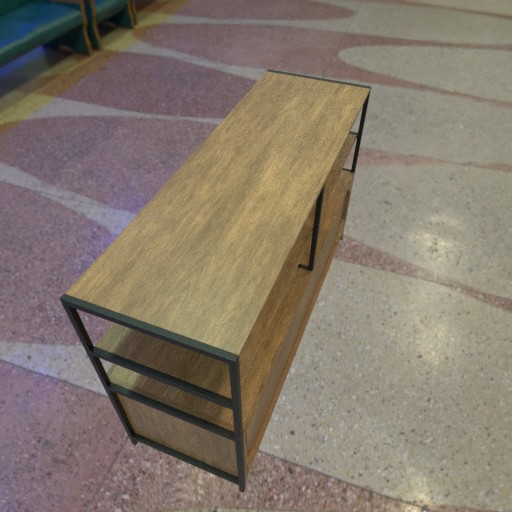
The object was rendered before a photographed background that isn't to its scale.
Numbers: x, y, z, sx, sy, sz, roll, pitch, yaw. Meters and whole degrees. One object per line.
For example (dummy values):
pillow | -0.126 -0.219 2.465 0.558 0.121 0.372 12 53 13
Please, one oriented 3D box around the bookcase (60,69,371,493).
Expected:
bookcase | 0.000 0.000 1.443 0.391 0.712 1.149 16 48 15
